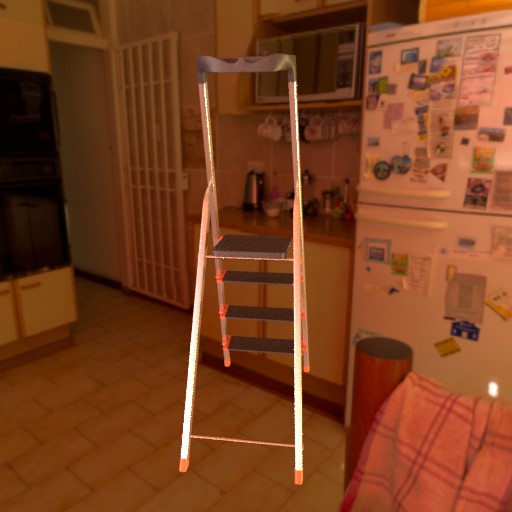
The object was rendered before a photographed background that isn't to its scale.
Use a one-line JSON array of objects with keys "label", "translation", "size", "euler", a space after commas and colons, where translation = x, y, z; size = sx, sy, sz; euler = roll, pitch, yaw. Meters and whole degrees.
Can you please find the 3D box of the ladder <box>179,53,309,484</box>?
[{"label": "ladder", "translation": [0.000, 0.000, 1.806], "size": [0.452, 1.429, 0.834], "euler": [2, 15, 8]}]
